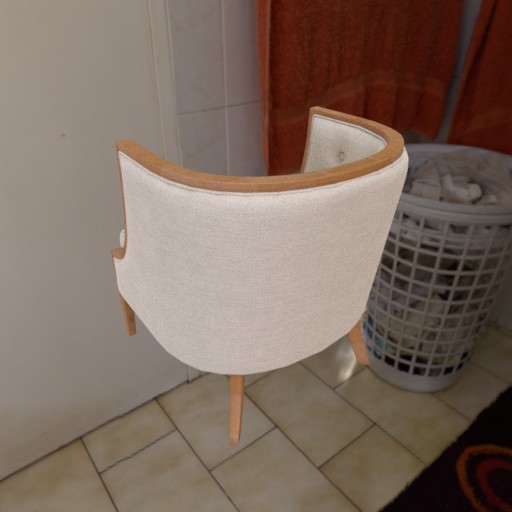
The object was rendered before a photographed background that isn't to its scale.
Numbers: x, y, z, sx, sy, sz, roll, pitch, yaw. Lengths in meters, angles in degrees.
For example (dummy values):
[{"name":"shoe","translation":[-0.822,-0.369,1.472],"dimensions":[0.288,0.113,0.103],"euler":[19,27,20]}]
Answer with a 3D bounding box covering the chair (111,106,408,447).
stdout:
[{"name":"chair","translation":[0.000,0.000,1.380],"dimensions":[0.711,0.775,0.757],"euler":[-20,36,-30]}]
